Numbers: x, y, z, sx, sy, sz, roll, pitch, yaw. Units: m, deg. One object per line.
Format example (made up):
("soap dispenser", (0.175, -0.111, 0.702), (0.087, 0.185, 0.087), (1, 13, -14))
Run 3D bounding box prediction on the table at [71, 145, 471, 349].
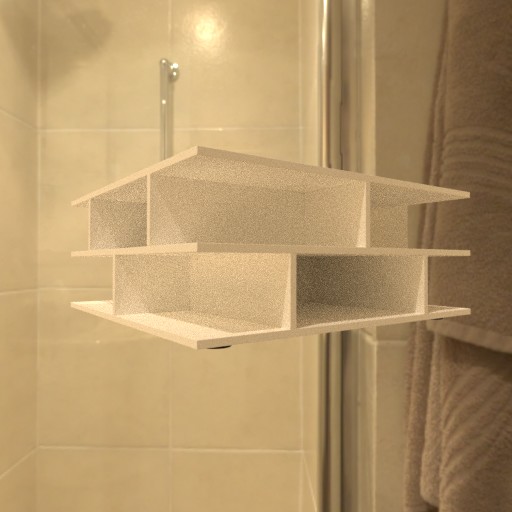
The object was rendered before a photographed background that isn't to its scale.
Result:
("table", (0.000, 0.000, 1.090), (0.700, 0.289, 0.700), (1, -1, -36))
